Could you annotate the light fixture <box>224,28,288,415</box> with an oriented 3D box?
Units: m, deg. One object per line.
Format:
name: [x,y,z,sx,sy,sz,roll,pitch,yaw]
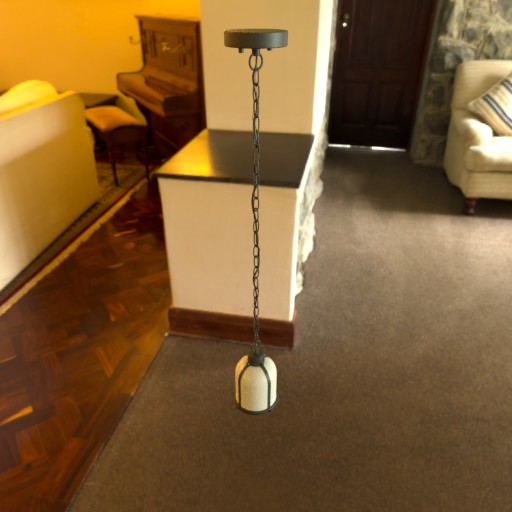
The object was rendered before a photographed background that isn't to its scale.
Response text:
light fixture: [0.000,0.000,1.300,0.178,1.181,0.178,-22,37,-33]
